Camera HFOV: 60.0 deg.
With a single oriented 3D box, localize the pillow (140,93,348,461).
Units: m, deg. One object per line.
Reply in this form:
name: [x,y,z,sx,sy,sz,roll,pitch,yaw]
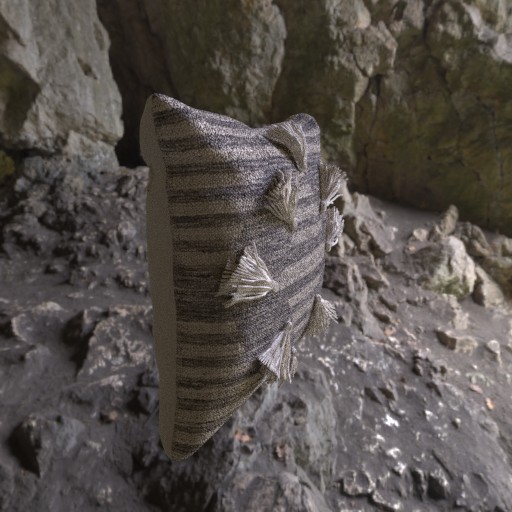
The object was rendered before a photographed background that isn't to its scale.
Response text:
pillow: [0.000,0.000,0.758,0.234,0.490,0.484,8,17,26]
